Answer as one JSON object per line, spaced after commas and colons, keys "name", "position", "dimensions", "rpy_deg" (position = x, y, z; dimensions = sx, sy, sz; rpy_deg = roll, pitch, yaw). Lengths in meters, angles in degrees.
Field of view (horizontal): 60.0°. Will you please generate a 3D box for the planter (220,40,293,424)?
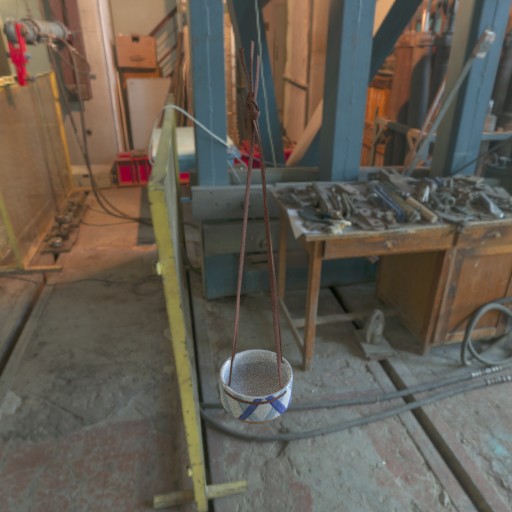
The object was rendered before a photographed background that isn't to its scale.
{"name": "planter", "position": [0.000, 0.000, 0.859], "dimensions": [0.166, 0.751, 0.166], "rpy_deg": [17, 31, 30]}
